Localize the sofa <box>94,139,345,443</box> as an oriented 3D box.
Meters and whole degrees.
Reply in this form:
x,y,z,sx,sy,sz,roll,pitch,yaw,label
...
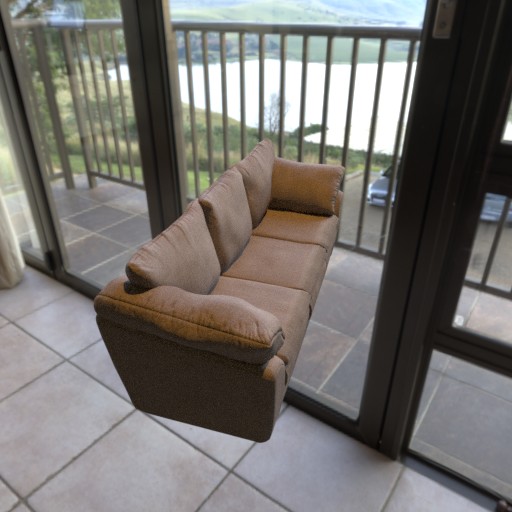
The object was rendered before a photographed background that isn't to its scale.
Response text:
x,y,z,sx,sy,sz,roll,pitch,yaw,label
0.000,0.000,2.937,0.878,0.996,2.334,9,31,15,sofa
